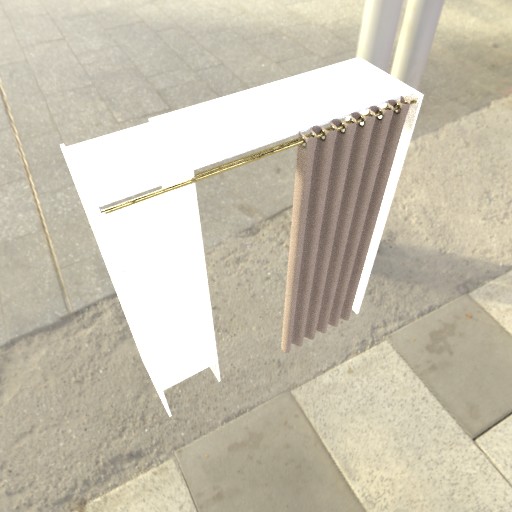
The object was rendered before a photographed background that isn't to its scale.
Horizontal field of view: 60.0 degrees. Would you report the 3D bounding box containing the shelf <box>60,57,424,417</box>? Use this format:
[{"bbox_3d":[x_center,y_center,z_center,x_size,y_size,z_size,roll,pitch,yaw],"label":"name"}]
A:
[{"bbox_3d":[0.000,0.000,2.646,1.600,1.820,0.500,-24,52,-20],"label":"shelf"}]
